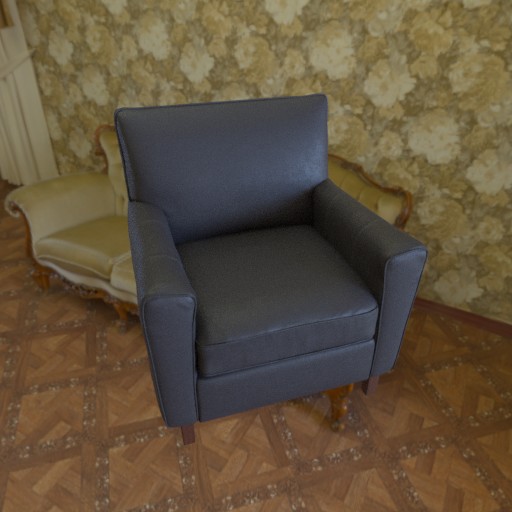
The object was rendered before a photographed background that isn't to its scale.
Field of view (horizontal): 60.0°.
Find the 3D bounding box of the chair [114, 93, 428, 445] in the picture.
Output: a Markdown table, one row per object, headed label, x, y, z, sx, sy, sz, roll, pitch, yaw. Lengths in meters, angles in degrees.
| label | x | y | z | sx | sy | sz | roll | pitch | yaw |
| --- | --- | --- | --- | --- | --- | --- | --- | --- | --- |
| chair | 0.000 | 0.000 | 1.616 | 0.870 | 0.943 | 0.825 | -10 | 34 | -15 |
